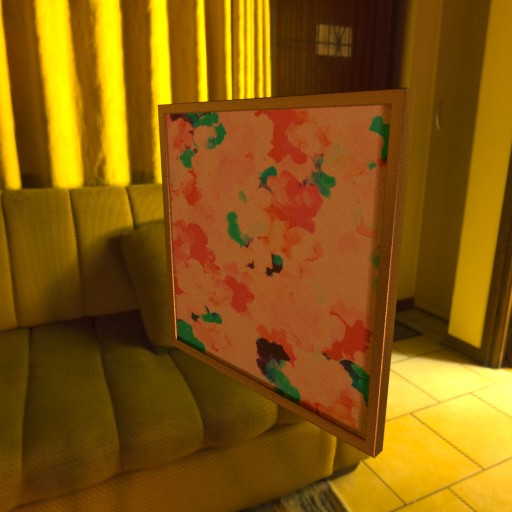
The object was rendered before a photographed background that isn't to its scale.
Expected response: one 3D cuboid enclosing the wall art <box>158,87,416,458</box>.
[{"bbox_3d":[0.000,0.000,1.141,0.767,0.765,0.036,15,22,43],"label":"wall art"}]
